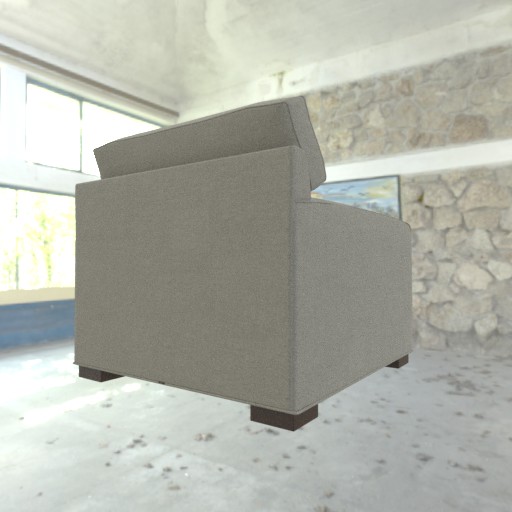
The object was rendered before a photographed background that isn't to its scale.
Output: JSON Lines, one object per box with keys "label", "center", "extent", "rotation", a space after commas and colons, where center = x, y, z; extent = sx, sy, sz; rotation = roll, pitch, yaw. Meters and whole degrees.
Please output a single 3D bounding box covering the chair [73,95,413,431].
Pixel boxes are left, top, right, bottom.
{"label": "chair", "center": [0.000, 0.000, 1.843], "extent": [0.999, 0.934, 1.044], "rotation": [-1, -1, 36]}
